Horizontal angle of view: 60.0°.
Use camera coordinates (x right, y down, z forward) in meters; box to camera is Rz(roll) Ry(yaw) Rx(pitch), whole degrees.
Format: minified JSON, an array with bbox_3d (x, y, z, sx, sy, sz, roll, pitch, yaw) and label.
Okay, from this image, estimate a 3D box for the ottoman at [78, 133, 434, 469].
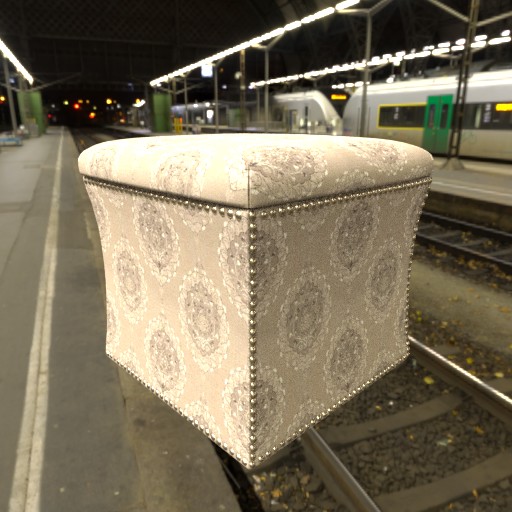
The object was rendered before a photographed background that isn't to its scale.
[{"bbox_3d":[0.000,0.000,0.896,0.507,0.473,0.497,-16,23,-41],"label":"ottoman"}]
